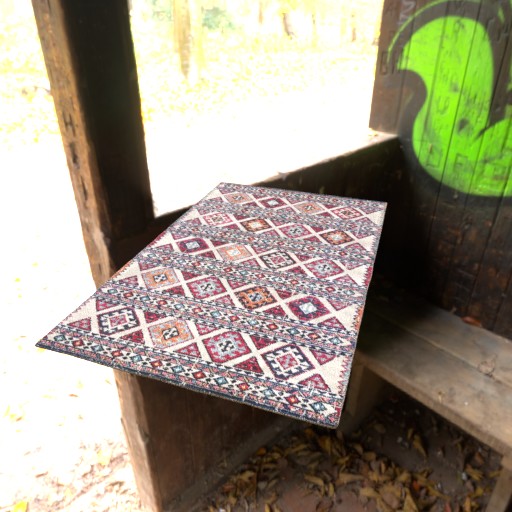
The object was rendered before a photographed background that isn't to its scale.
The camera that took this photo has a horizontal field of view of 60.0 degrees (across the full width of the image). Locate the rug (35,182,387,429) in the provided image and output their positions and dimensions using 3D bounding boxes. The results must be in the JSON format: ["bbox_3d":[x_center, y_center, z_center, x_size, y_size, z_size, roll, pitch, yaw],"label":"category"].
[{"bbox_3d":[0.000,0.000,3.008,1.545,0.010,2.440,10,32,16],"label":"rug"}]
